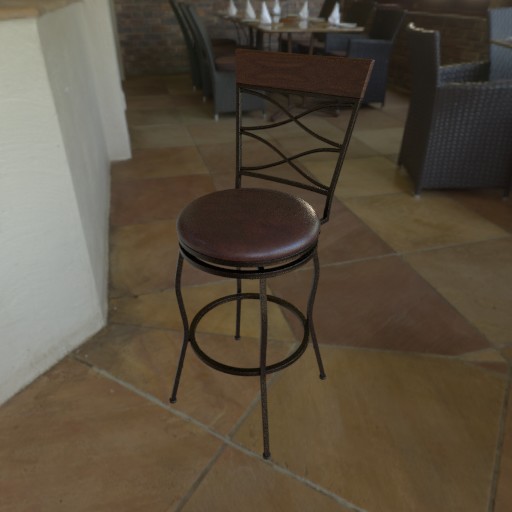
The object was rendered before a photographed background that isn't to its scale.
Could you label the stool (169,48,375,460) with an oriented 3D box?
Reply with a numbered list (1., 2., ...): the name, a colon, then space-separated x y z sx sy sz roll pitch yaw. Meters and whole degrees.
1. stool: 0.000 0.000 1.406 0.448 1.130 0.513 19 36 28
